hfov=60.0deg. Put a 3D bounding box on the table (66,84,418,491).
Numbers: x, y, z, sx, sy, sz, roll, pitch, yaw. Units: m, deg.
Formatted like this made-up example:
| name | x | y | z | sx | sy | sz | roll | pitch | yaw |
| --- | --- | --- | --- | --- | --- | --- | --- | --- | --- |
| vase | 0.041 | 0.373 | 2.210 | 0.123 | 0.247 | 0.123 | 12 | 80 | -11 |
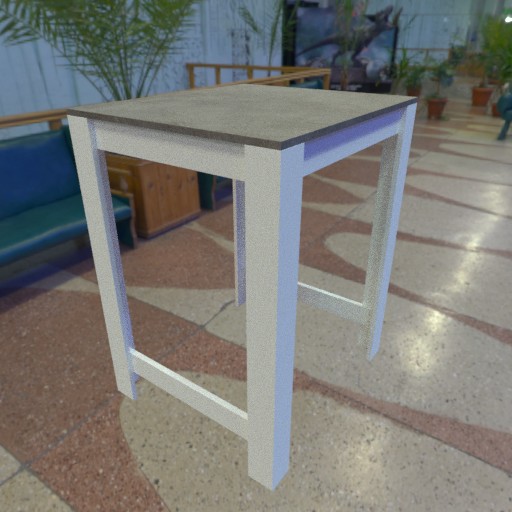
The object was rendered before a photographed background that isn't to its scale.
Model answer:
| name | x | y | z | sx | sy | sz | roll | pitch | yaw |
| --- | --- | --- | --- | --- | --- | --- | --- | --- | --- |
| table | 0.000 | 0.000 | 1.542 | 0.700 | 1.020 | 0.800 | 18 | 32 | 32 |
